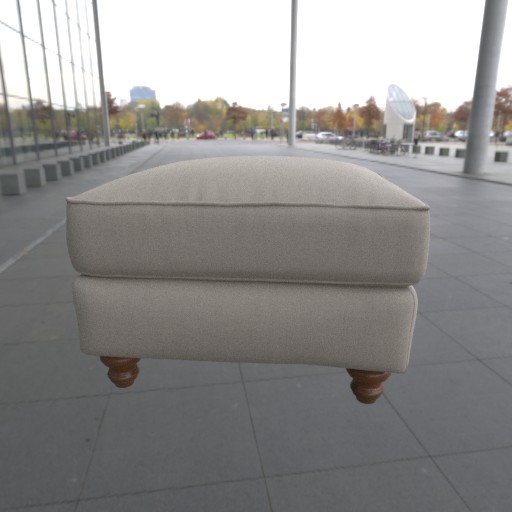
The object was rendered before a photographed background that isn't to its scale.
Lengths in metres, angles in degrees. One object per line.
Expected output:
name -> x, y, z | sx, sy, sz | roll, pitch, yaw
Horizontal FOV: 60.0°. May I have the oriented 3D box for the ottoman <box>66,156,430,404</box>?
ottoman -> 0.000, 0.000, 1.156 | 0.716, 0.505, 0.662 | 2, 16, 6
